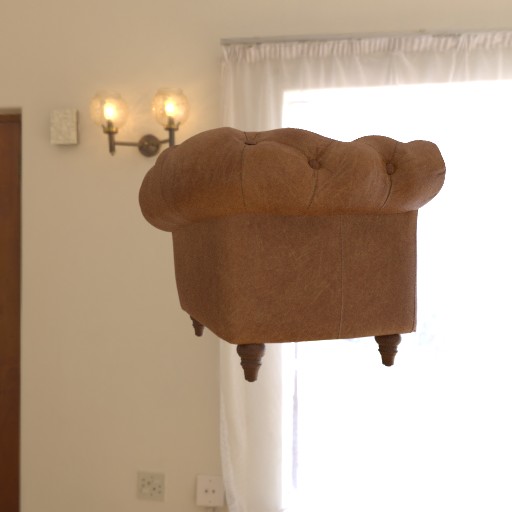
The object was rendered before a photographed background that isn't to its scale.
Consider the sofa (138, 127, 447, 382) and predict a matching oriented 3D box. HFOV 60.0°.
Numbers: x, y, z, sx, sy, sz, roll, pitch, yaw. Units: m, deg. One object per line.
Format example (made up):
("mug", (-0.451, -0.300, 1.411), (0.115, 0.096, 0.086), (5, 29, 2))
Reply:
("sofa", (0.000, 0.000, 2.049), (1.033, 0.878, 1.405), (0, 0, -19))
